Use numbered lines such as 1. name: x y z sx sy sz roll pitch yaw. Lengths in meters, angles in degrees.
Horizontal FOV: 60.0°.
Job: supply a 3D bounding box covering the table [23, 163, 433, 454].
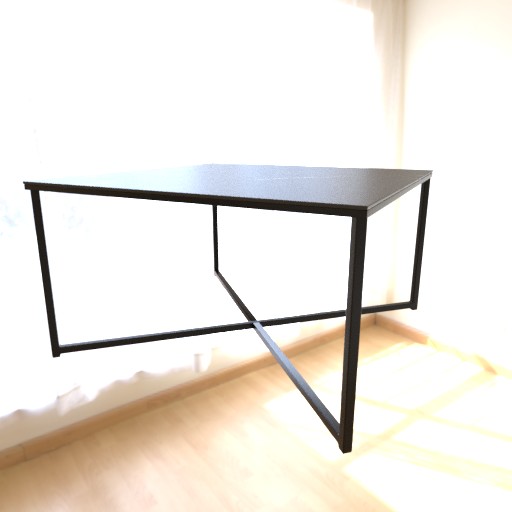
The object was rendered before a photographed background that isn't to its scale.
1. table: 0.000 0.000 1.246 0.800 0.450 0.800 8 17 27
